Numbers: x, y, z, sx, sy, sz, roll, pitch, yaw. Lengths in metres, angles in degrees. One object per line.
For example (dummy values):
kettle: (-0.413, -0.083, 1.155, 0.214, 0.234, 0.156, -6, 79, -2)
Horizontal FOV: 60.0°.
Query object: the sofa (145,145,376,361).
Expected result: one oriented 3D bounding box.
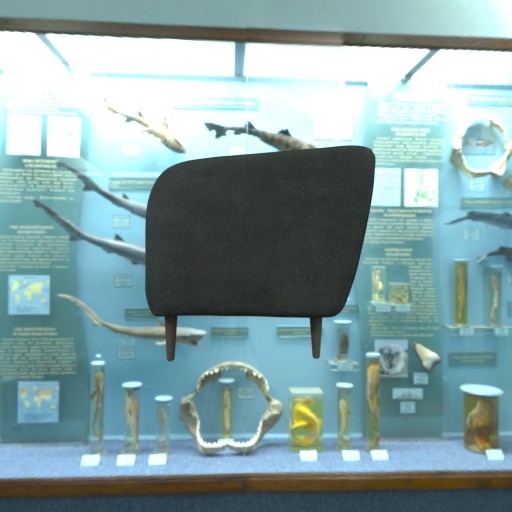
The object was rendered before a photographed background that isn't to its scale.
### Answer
sofa: (0.000, 0.000, 2.714, 0.956, 0.875, 2.296, 0, -1, -1)
